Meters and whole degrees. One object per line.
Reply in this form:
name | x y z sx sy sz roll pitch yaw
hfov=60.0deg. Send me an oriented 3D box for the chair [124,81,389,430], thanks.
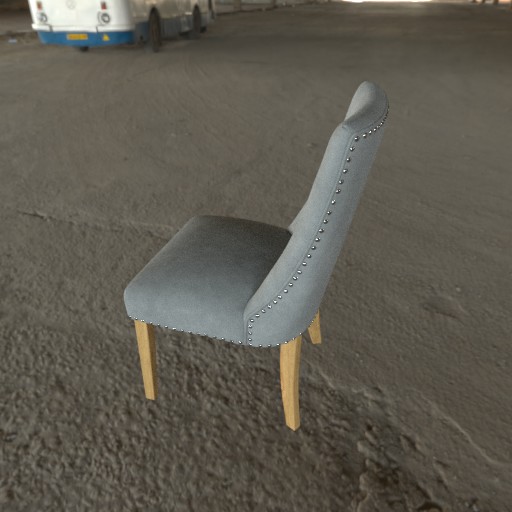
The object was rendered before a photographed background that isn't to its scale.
chair | 0.000 0.000 1.272 0.610 0.902 0.495 9 32 14
